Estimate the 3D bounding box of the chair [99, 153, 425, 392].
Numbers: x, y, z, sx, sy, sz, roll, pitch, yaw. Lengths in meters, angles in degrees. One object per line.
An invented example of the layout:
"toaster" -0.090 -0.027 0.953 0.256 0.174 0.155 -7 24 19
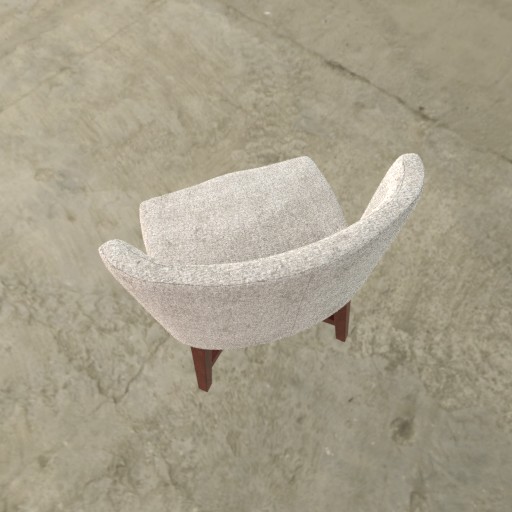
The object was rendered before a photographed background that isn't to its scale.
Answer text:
"chair" 0.000 0.000 1.303 0.728 0.827 0.575 -18 62 -10
